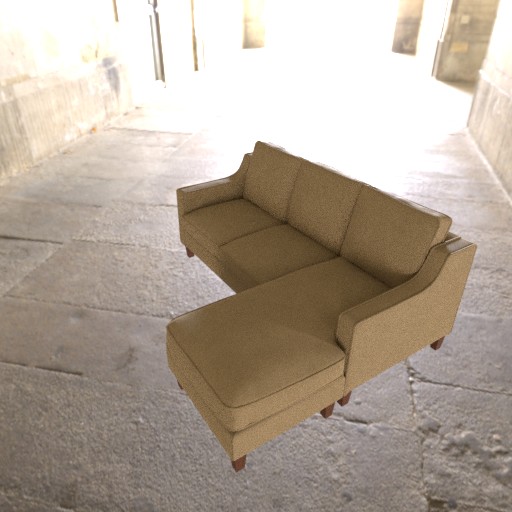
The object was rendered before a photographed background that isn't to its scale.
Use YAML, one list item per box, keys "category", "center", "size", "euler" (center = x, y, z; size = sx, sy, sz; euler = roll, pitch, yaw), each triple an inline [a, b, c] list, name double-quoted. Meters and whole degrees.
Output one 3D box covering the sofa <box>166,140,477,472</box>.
- category: "sofa"
  center: [0.000, 0.000, 3.319]
  size: [1.858, 1.066, 2.317]
  euler: [-19, 36, -28]
